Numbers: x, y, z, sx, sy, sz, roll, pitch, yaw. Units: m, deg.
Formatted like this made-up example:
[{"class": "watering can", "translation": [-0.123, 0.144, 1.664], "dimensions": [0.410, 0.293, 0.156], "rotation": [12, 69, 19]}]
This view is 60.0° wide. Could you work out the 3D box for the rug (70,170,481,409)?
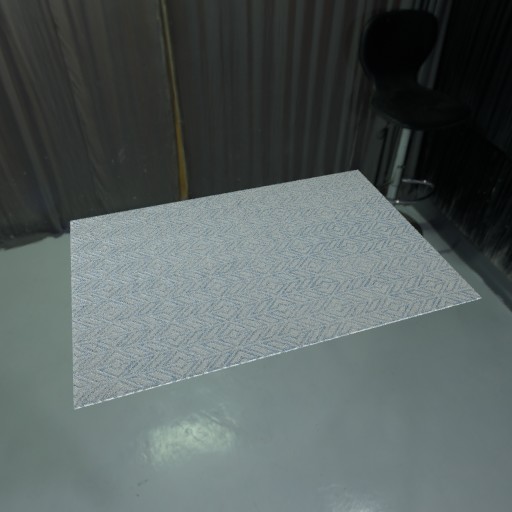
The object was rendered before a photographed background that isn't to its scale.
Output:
[{"class": "rug", "translation": [0.000, 0.000, 2.299], "dimensions": [1.824, 0.008, 1.220], "rotation": [-12, 43, -13]}]
